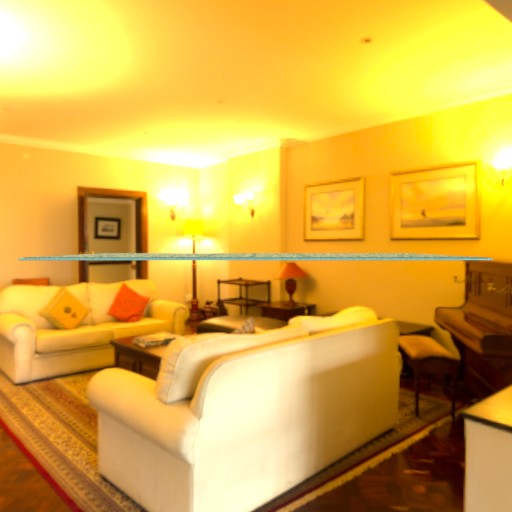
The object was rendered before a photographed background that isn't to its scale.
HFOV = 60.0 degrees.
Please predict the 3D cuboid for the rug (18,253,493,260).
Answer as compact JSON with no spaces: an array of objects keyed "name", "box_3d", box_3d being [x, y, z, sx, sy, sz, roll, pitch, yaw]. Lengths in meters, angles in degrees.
[{"name":"rug","box_3d":[0.000,0.000,1.435,1.219,0.007,0.604,0,1,0]}]
